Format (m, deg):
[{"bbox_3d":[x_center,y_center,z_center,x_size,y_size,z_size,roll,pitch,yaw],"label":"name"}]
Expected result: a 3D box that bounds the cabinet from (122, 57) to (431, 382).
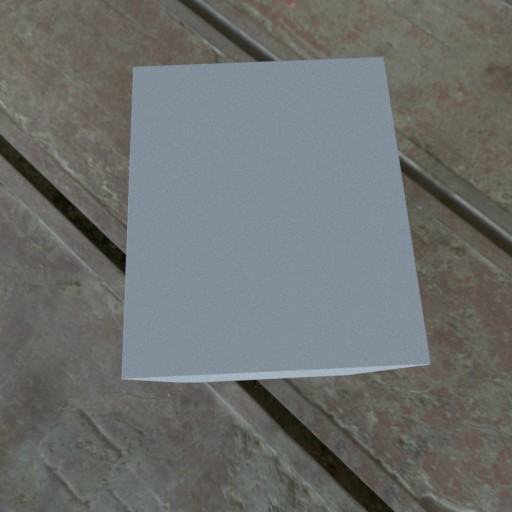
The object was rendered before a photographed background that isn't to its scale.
[{"bbox_3d":[0.000,0.000,0.759,0.360,0.470,0.400,-3,74,-1],"label":"cabinet"}]
